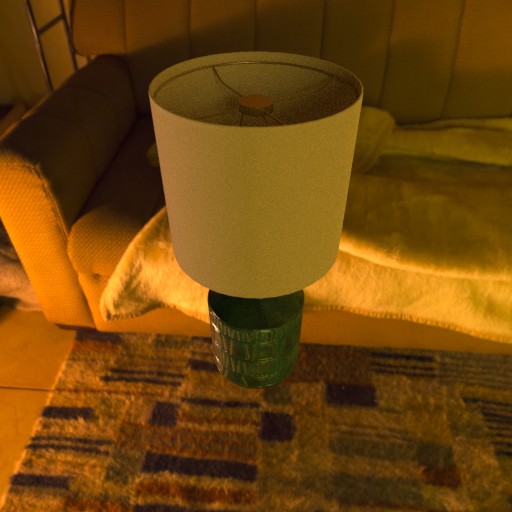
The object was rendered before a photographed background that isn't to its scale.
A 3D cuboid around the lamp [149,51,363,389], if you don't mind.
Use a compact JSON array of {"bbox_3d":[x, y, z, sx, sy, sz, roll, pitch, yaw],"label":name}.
[{"bbox_3d":[0.000,0.000,0.590,0.211,0.455,0.211,-10,41,-12],"label":"lamp"}]
